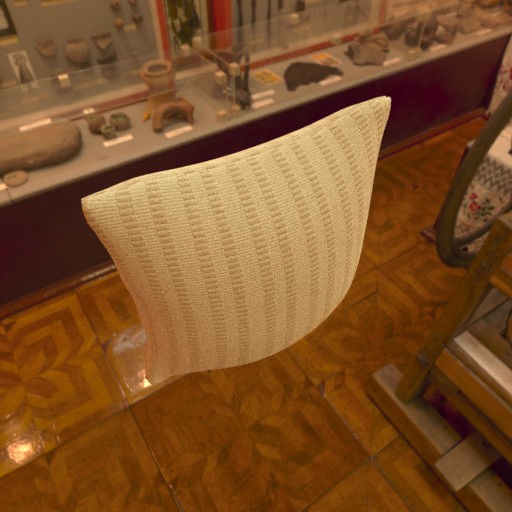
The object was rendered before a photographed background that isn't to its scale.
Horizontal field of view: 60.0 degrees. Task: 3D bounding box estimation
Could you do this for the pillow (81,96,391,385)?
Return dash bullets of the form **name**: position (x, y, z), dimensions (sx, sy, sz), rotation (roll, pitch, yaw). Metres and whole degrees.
- **pillow**: position (0.000, 0.000, 0.692), dimensions (0.438, 0.419, 0.247), rotation (-24, 52, -20)
